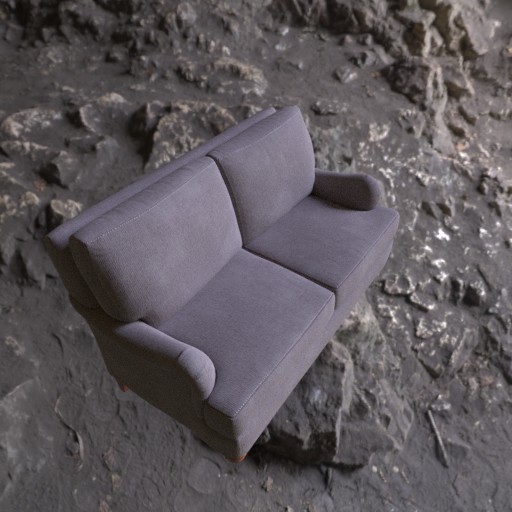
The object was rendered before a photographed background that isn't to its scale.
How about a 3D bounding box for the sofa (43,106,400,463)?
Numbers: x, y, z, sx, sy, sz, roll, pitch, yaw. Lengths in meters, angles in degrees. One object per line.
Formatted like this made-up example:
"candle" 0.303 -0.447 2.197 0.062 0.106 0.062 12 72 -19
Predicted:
"sofa" 0.000 0.000 2.545 1.084 1.101 1.853 25 46 26
